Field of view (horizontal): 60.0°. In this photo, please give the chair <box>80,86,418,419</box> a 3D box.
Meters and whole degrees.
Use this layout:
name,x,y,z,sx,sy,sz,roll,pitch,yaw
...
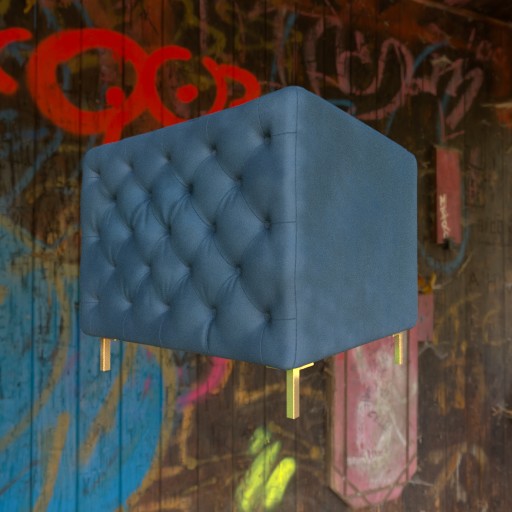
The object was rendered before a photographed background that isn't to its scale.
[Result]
name,x,y,z,sx,sy,sz,roll,pitch,yaw
chair,0.000,0.000,1.552,0.877,0.771,0.868,-1,-1,38
